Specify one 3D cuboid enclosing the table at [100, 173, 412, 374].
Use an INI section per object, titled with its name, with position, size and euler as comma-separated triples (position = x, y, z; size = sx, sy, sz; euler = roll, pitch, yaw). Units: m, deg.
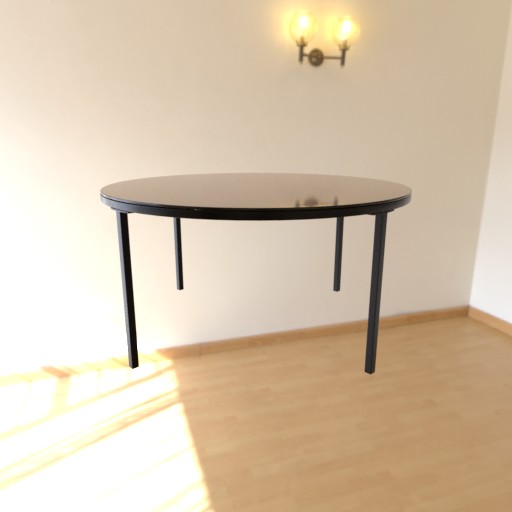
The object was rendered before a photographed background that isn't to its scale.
[table]
position = 0.000, 0.000, 1.251
size = 0.800, 0.400, 0.800
euler = 0, 15, 0
